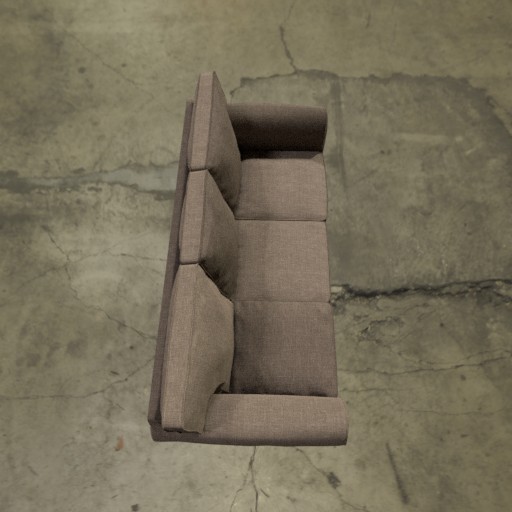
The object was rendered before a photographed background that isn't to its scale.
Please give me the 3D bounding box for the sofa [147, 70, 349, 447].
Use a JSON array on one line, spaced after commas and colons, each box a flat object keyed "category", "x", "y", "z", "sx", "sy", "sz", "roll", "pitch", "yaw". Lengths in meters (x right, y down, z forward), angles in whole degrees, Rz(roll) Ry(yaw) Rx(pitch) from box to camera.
[{"category": "sofa", "x": 0.000, "y": 0.000, "z": 2.614, "sx": 0.916, "sy": 0.961, "sz": 2.084, "roll": 1, "pitch": 63, "yaw": 1}]
